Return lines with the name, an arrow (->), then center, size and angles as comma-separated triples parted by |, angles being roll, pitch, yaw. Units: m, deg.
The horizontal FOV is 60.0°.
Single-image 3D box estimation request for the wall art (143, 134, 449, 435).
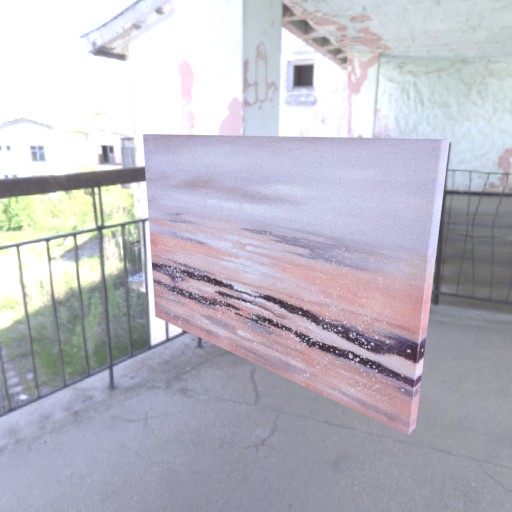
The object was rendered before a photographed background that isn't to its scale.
wall art -> 0.000, 0.000, 1.165 | 0.913, 0.609, 0.038 | 14, 22, 40
